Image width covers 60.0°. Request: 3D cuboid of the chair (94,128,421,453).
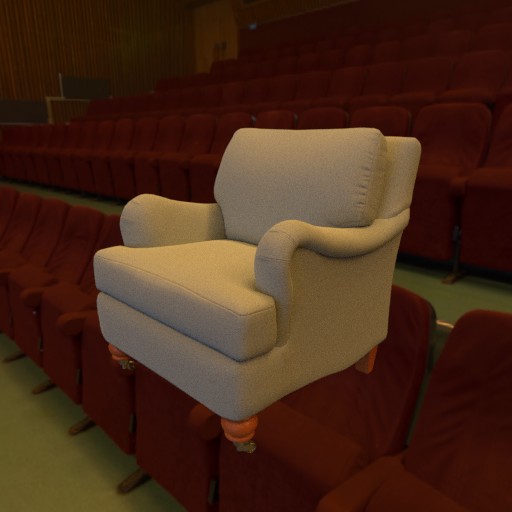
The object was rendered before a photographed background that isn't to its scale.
[{"bbox_3d":[0.000,0.000,1.870,0.955,1.038,1.070,15,22,42],"label":"chair"}]
